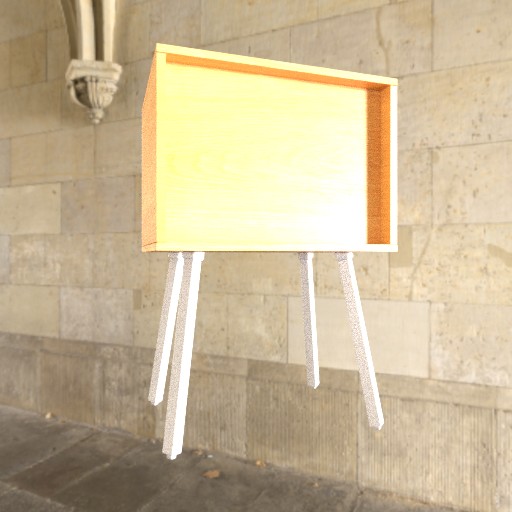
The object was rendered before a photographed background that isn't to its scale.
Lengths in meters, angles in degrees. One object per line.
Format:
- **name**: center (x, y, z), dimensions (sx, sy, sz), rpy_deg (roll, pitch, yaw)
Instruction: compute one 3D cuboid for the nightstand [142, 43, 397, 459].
- **nightstand**: center (0.000, 0.000, 0.839), dimensions (0.400, 0.601, 0.316), rpy_deg (0, 0, -18)
